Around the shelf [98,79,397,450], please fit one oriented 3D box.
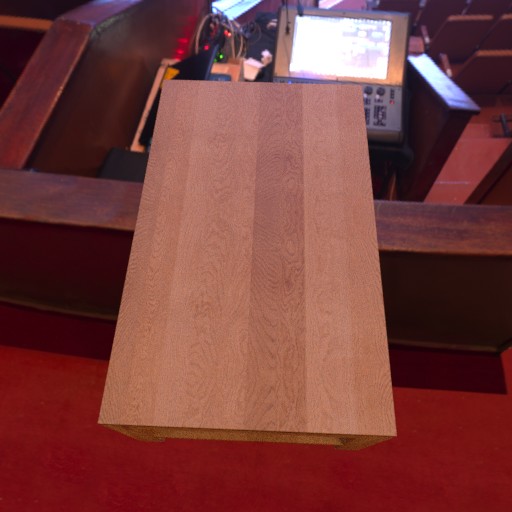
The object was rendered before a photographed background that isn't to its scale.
[{"bbox_3d":[0.000,0.000,1.499,0.700,0.450,1.150,2,63,1],"label":"shelf"}]
